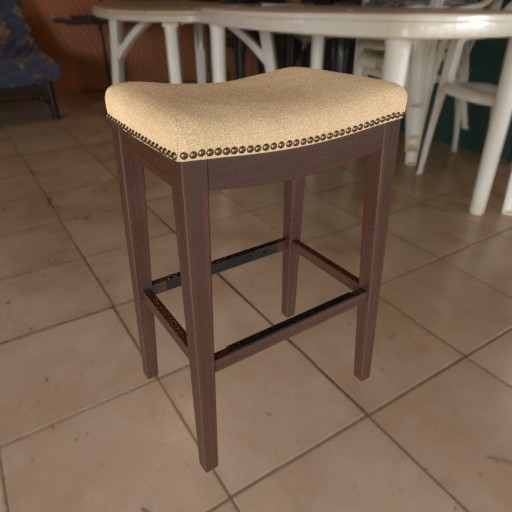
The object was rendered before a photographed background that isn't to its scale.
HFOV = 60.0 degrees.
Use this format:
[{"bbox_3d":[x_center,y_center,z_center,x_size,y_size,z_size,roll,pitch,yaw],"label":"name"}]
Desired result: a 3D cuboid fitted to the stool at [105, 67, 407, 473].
[{"bbox_3d":[0.000,0.000,1.029,0.509,0.768,0.363,-19,35,-29],"label":"stool"}]
